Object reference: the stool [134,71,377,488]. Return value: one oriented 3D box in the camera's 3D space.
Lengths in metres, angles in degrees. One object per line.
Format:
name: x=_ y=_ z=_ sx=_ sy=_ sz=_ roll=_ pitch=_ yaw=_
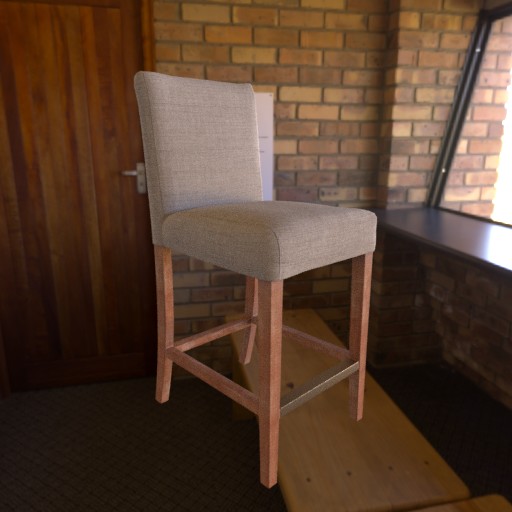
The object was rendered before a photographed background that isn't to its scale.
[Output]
stool: x=0.000 y=0.000 z=1.321 sx=0.454 sy=1.039 sz=0.567 roll=-14 pitch=20 yaw=-43
